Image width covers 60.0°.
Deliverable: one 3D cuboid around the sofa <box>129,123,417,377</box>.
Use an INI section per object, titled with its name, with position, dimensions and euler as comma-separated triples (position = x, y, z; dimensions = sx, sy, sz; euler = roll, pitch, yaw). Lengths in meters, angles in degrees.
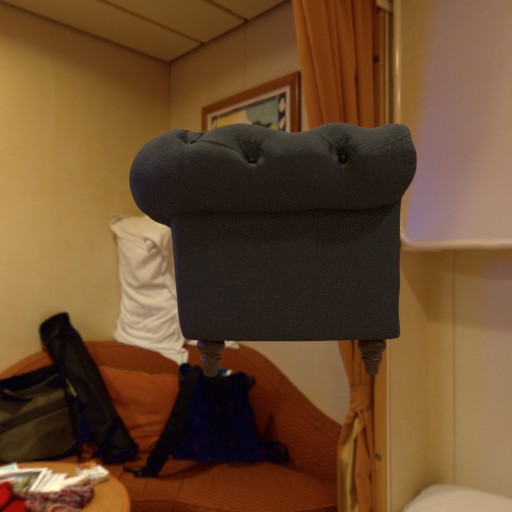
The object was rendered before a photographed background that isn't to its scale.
[sofa]
position = 0.000, 0.000, 2.040
dimensions = 1.032, 0.878, 1.405
euler = 0, -1, -1
